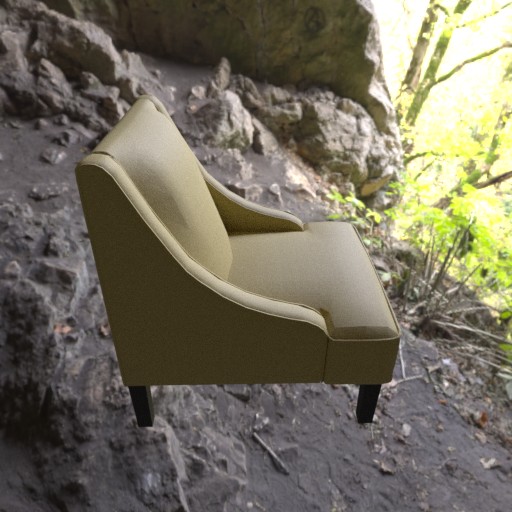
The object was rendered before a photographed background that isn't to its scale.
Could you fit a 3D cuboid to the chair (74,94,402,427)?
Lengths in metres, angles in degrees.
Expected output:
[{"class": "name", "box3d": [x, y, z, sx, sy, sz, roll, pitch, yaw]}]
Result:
[{"class": "chair", "box3d": [0.000, 0.000, 1.471, 0.814, 0.896, 0.696, -1, 32, -1]}]
